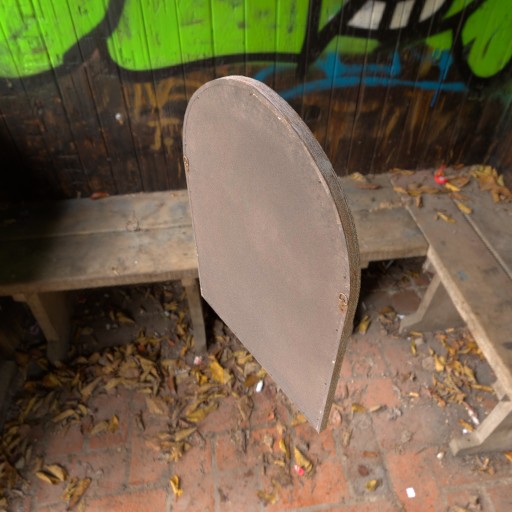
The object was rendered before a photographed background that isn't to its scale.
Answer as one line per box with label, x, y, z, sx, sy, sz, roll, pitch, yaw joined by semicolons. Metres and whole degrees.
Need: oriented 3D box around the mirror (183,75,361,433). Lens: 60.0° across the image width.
mirror;0.000;0.000;1.174;0.032;0.920;0.660;-27;50;-25
